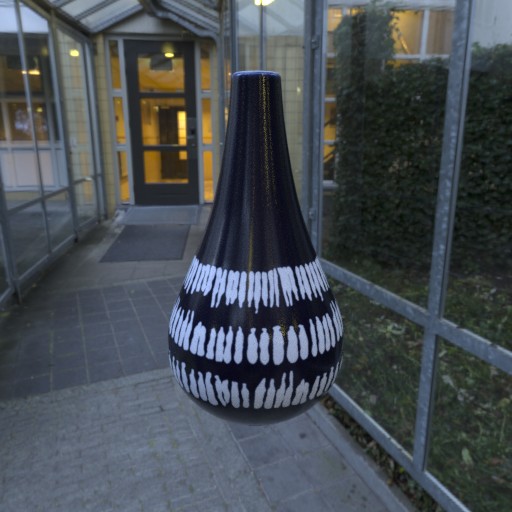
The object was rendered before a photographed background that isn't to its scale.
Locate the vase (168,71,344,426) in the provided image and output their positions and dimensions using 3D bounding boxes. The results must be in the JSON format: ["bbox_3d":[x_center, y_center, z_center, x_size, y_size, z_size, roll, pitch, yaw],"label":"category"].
[{"bbox_3d":[0.000,0.000,0.385,0.159,0.295,0.159,0,15,0],"label":"vase"}]
